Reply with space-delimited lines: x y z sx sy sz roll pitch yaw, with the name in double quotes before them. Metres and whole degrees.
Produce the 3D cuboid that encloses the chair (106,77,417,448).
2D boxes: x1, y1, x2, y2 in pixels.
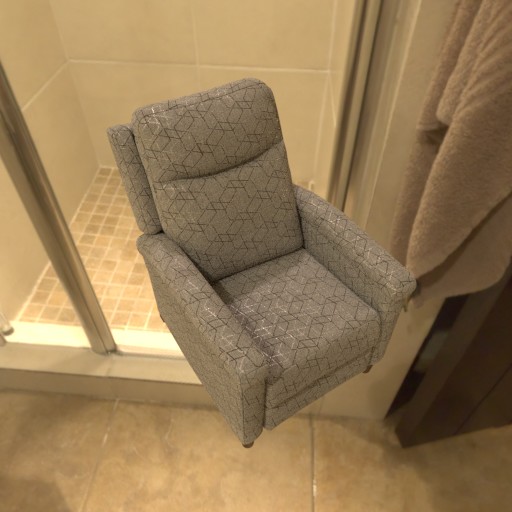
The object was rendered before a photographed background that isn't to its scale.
"chair" 0.000 0.000 1.744 0.753 1.048 0.987 -24 51 -22
